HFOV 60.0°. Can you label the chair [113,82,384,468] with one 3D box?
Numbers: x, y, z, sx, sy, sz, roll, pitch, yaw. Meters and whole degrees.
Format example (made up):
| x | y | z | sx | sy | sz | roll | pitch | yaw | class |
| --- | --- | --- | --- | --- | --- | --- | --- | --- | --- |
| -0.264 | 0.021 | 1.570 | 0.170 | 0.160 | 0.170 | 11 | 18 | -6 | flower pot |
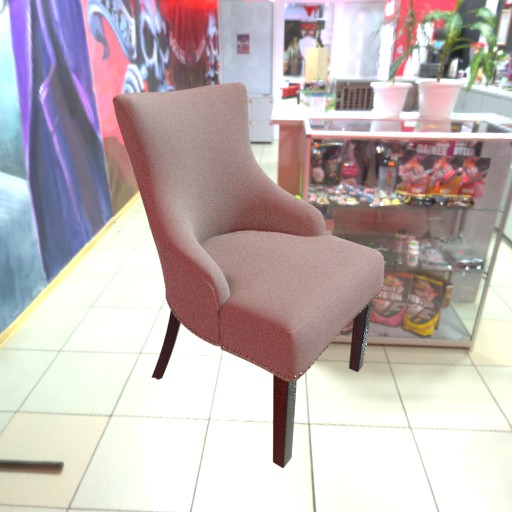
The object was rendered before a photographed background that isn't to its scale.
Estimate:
| x | y | z | sx | sy | sz | roll | pitch | yaw | class |
| --- | --- | --- | --- | --- | --- | --- | --- | --- | --- |
| 0.000 | 0.000 | 1.306 | 0.629 | 0.909 | 0.566 | 17 | 31 | 32 | chair |
